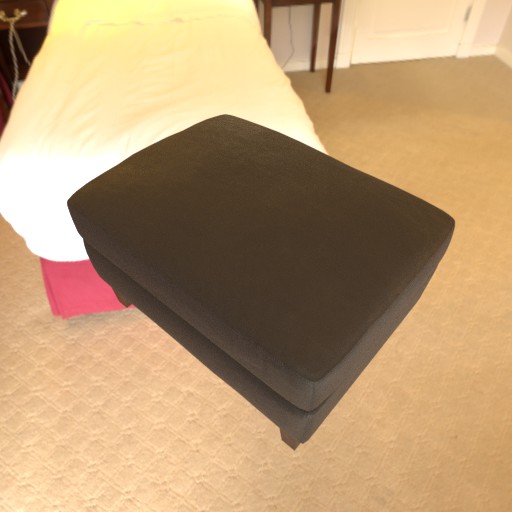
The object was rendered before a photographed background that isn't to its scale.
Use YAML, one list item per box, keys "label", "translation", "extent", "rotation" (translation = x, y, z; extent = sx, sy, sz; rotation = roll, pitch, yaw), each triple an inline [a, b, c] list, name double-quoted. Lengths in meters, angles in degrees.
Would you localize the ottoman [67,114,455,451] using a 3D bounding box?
- label: "ottoman"
  translation: [0.000, 0.000, 1.307]
  extent: [0.887, 0.529, 0.659]
  rotation: [32, 54, 27]
